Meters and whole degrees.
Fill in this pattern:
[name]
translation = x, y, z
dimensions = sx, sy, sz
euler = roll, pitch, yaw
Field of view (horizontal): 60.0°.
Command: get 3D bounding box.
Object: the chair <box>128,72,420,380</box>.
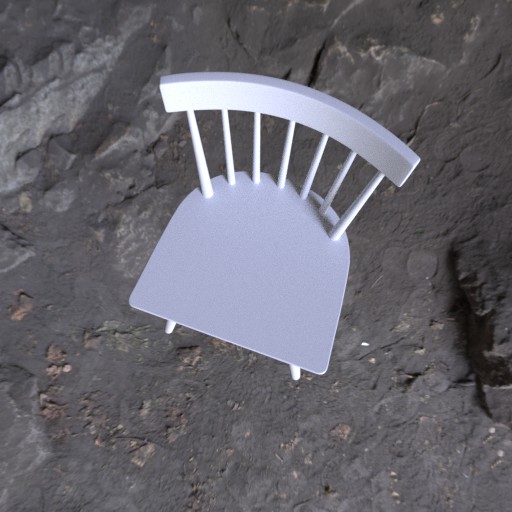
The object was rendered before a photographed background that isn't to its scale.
[chair]
translation = 0.000, 0.000, 1.103
dimensions = 0.483, 0.787, 0.500
euler = 19, 77, 5
